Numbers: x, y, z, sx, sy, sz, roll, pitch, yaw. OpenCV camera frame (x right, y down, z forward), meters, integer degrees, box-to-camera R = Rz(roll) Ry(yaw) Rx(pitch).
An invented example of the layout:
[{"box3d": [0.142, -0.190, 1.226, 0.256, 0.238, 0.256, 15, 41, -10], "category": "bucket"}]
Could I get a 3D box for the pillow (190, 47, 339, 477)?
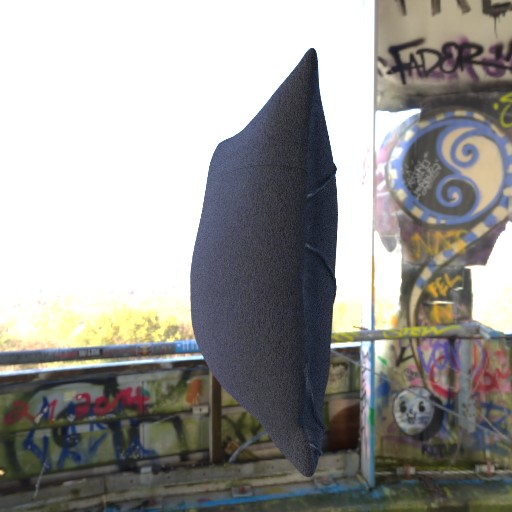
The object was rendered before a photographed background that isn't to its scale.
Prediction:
[{"box3d": [0.000, 0.000, 0.654, 0.183, 0.440, 0.439, -1, 2, -17], "category": "pillow"}]
